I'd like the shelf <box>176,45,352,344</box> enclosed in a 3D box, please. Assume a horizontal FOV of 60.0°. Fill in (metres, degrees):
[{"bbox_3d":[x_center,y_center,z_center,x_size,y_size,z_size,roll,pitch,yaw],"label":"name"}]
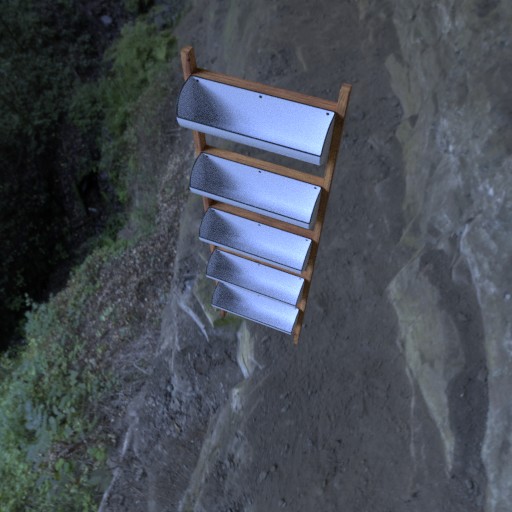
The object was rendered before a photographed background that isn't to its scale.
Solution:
[{"bbox_3d":[0.000,0.000,1.761,0.454,1.600,0.141,19,59,12],"label":"shelf"}]
